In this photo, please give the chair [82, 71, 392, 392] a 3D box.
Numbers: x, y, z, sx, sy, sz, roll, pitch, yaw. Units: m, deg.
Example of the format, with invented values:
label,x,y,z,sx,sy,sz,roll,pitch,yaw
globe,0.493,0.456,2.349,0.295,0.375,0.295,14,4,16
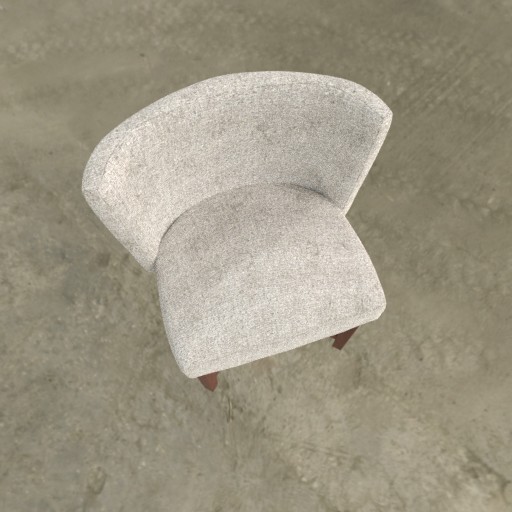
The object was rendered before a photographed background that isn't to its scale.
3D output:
label,x,y,z,sx,sy,sz,roll,pitch,yaw
chair,0.000,0.000,1.289,0.728,0.827,0.575,-16,64,-8
